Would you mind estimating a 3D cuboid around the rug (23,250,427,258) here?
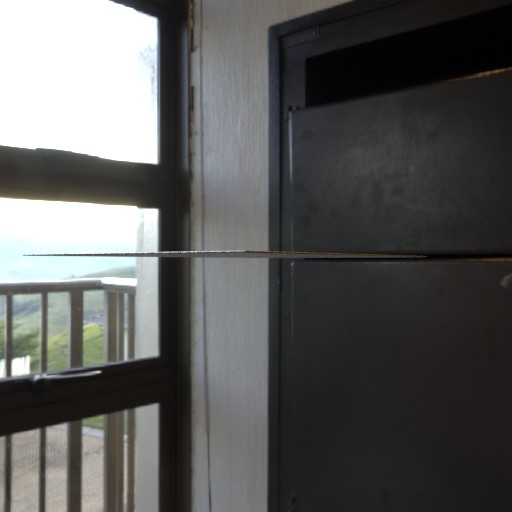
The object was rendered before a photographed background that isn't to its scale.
[{"bbox_3d":[0.000,0.000,3.719,2.005,0.013,2.890,0,-1,36],"label":"rug"}]
